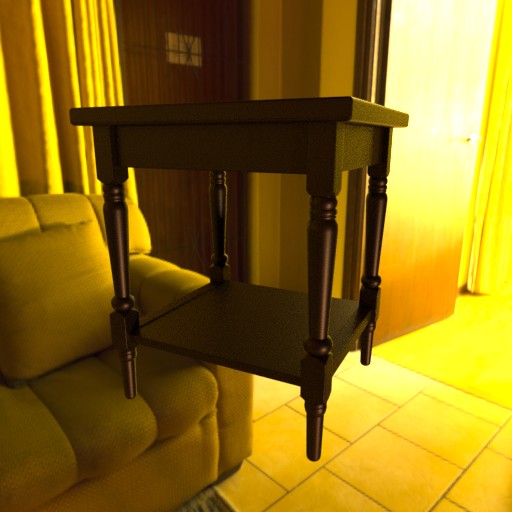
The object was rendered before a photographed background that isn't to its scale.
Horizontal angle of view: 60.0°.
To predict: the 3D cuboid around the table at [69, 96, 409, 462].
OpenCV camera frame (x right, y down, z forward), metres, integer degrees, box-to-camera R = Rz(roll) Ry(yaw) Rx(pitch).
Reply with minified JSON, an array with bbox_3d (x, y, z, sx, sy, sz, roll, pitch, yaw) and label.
[{"bbox_3d":[0.000,0.000,0.905,0.488,0.565,0.442,7,17,26],"label":"table"}]
